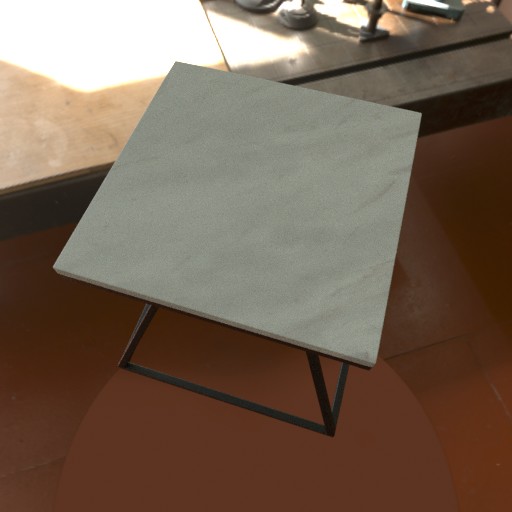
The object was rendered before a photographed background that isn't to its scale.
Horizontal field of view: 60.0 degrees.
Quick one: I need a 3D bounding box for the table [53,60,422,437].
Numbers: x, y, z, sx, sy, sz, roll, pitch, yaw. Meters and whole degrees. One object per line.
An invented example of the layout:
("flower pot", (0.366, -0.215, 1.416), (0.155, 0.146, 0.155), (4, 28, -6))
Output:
("table", (0.000, 0.000, 0.805), (0.455, 0.431, 0.455), (15, 63, 8))
